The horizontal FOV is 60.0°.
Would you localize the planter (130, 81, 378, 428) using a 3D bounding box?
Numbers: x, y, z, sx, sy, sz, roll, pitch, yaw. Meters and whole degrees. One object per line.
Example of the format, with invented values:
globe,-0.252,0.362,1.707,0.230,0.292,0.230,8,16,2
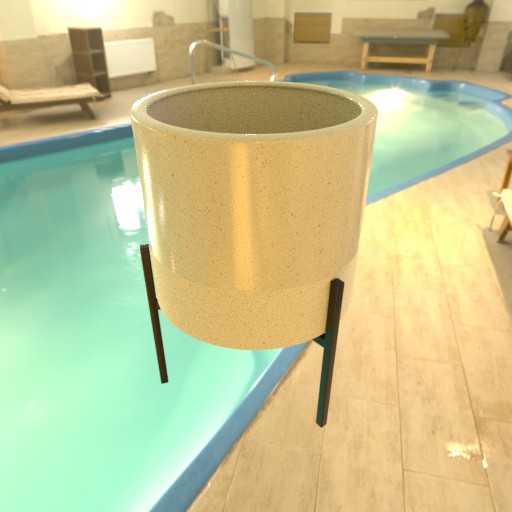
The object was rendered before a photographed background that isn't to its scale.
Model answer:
planter,0.000,0.000,0.341,0.152,0.230,0.159,10,33,16
